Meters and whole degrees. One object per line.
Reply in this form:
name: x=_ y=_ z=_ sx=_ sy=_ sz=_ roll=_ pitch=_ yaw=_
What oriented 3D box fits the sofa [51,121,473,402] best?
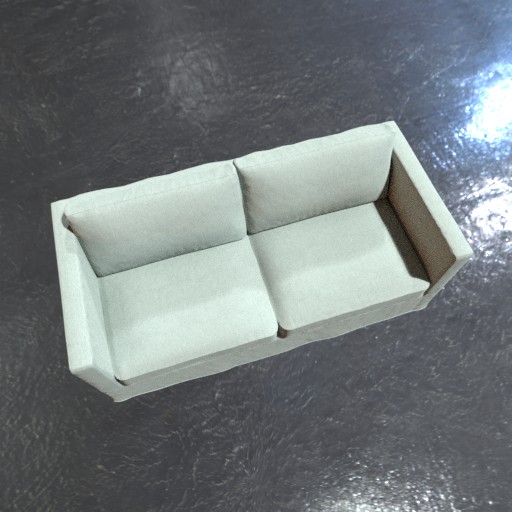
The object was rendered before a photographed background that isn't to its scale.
sofa: x=0.000 y=0.000 z=2.487 sx=1.987 sy=0.870 sz=0.940 roll=-15 pitch=64 yaw=-8
